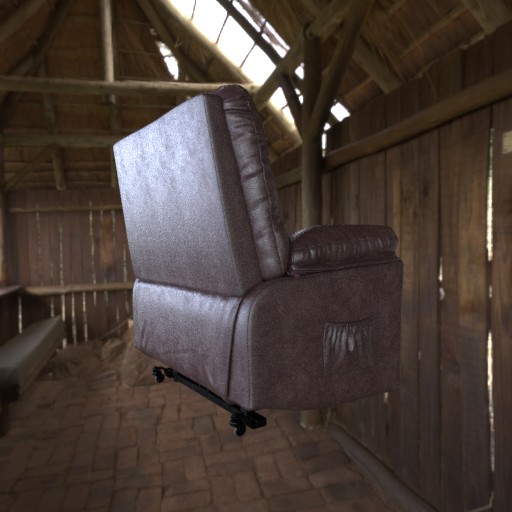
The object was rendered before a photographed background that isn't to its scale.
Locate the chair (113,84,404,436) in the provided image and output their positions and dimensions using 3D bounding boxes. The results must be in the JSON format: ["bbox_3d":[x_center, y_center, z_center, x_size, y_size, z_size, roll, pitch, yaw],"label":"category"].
[{"bbox_3d":[0.000,0.000,1.736,0.879,1.041,0.940,-1,2,-35],"label":"chair"}]
